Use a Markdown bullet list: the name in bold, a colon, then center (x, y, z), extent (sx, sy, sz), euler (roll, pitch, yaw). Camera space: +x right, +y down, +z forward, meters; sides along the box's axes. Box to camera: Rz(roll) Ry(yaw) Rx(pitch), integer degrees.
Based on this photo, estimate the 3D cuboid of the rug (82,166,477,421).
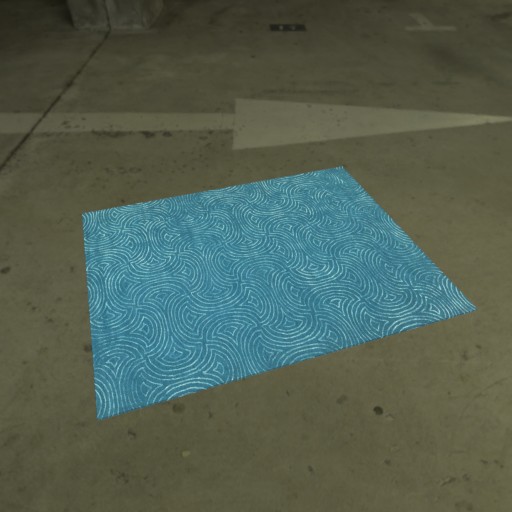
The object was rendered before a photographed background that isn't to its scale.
- **rug**: center (0.000, 0.000, 4.150), extent (3.033, 0.012, 2.432), euler (-13, 43, -14)
